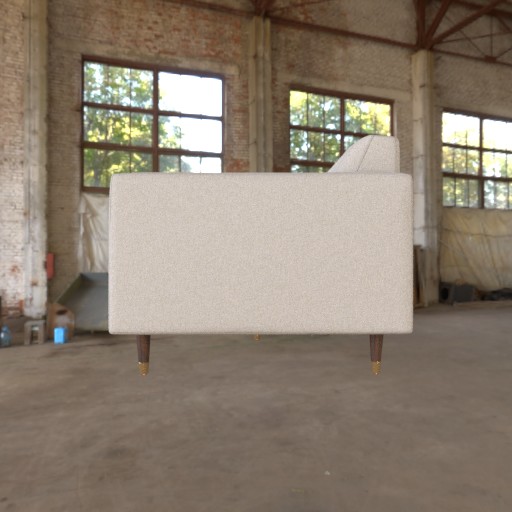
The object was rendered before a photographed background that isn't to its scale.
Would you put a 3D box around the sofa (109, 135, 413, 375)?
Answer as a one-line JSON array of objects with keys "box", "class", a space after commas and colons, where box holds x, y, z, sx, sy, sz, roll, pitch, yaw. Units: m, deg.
[{"box": [0.000, 0.000, 2.117, 0.950, 0.801, 1.585, 0, 0, -1], "class": "sofa"}]
